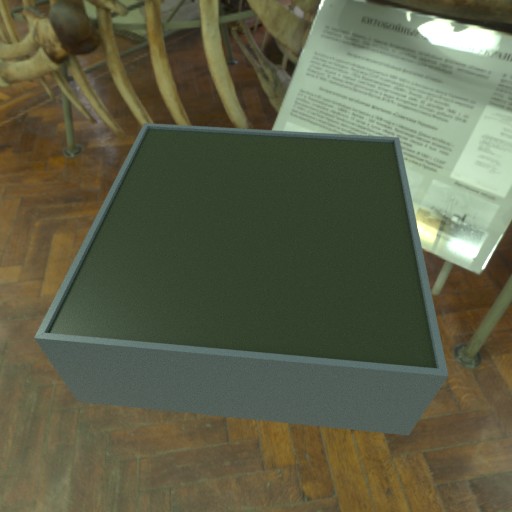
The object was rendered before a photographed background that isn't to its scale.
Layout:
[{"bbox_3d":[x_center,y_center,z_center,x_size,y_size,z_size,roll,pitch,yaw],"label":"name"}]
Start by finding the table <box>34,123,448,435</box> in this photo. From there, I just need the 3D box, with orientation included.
[{"bbox_3d":[0.000,0.000,1.230,0.801,0.299,0.801,4,48,4],"label":"table"}]
